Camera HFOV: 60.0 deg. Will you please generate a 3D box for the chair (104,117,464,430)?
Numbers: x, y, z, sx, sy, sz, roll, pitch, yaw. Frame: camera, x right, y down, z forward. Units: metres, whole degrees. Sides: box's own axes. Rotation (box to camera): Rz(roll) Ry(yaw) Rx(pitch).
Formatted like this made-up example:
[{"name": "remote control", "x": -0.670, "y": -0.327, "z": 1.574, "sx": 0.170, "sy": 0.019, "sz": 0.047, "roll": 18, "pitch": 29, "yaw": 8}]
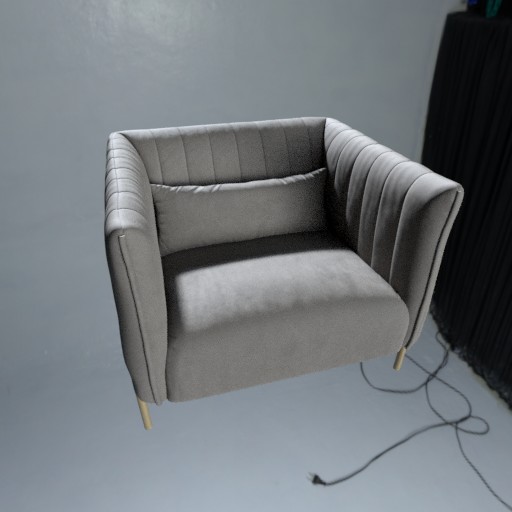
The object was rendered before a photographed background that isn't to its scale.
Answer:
[{"name": "chair", "x": 0.000, "y": 0.000, "z": 1.602, "sx": 0.981, "sy": 0.779, "sz": 0.873, "roll": -9, "pitch": 32, "yaw": -14}]
